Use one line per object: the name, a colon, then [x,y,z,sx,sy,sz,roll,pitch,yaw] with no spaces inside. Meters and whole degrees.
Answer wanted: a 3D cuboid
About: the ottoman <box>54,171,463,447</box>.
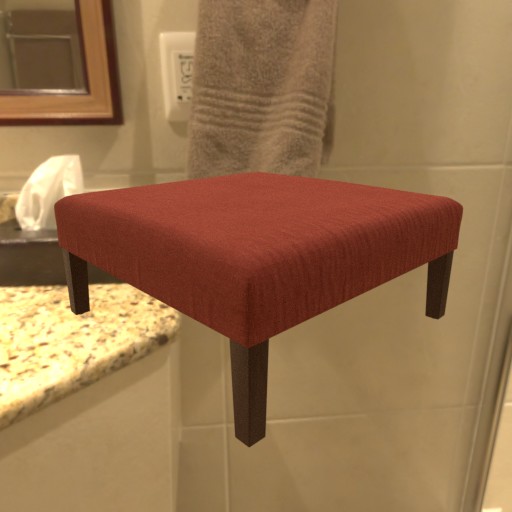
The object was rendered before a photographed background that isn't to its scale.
ottoman: [0.000,0.000,1.396,0.889,0.411,0.890,-17,24,-41]
